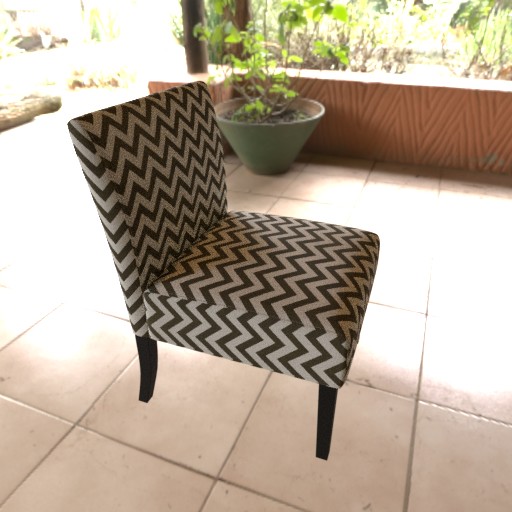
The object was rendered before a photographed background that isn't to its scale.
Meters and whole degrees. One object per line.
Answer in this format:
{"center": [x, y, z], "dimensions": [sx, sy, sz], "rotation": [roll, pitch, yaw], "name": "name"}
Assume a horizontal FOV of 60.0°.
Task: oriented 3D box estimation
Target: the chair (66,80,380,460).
{"center": [0.000, 0.000, 1.259], "dimensions": [0.648, 0.838, 0.589], "rotation": [10, 31, 18], "name": "chair"}
